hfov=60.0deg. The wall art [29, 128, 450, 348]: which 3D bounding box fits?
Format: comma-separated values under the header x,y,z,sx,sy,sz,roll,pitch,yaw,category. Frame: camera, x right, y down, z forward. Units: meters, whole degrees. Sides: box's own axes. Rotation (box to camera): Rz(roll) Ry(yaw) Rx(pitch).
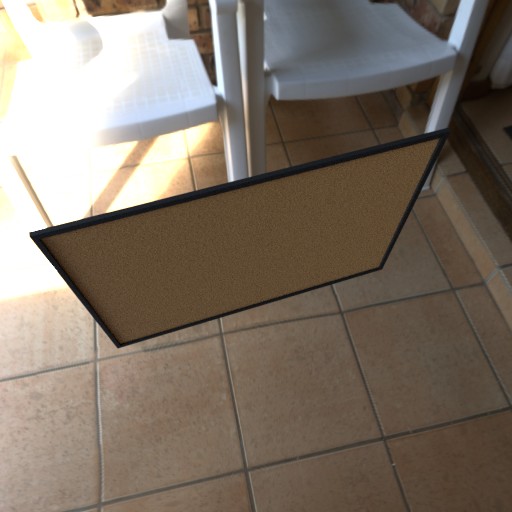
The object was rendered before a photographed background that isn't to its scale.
x,y,z,sx,sy,sz,roll,pitch,yaw,category
0.000,0.000,1.256,0.963,0.665,0.013,-16,60,-9,wall art
